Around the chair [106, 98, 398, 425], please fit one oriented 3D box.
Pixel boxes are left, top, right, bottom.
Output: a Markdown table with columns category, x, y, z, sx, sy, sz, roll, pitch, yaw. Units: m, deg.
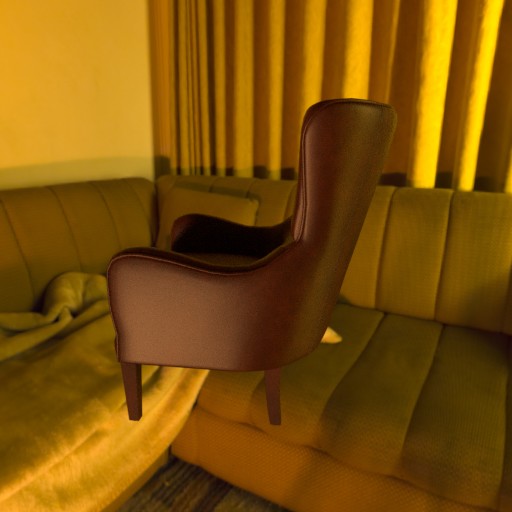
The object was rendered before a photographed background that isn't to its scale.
| category | x | y | z | sx | sy | sz | roll | pitch | yaw |
| --- | --- | --- | --- | --- | --- | --- | --- | --- | --- |
| chair | 0.000 | 0.000 | 1.631 | 0.914 | 1.048 | 0.692 | 2 | 16 | 8 |
